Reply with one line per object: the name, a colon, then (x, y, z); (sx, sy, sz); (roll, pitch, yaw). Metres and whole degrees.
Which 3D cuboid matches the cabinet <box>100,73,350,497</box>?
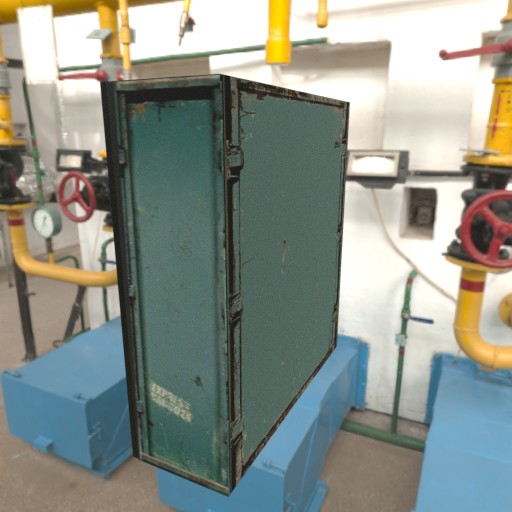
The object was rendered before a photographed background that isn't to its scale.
cabinet: (0.000, 0.000, 3.145); (0.680, 2.160, 2.000); (8, 17, 26)
